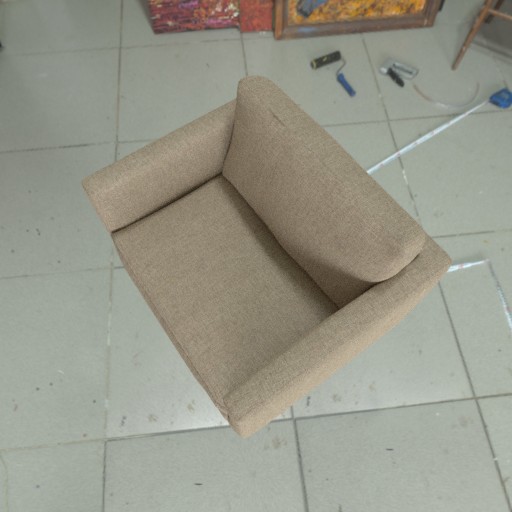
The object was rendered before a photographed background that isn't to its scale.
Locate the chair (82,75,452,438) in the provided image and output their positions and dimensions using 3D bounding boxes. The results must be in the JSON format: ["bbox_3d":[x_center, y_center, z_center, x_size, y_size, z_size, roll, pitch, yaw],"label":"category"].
[{"bbox_3d":[0.000,0.000,1.871,0.959,0.987,1.107,-33,68,-15],"label":"chair"}]
